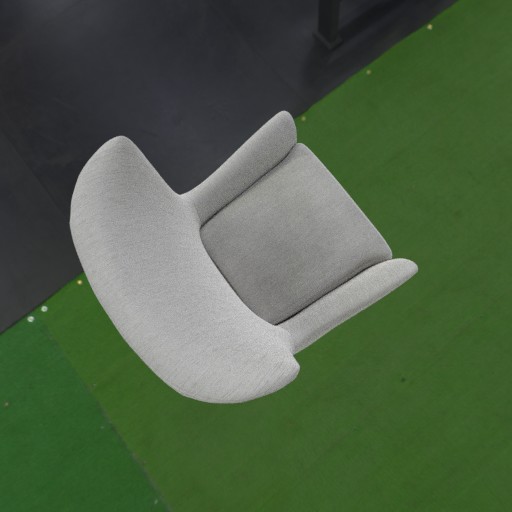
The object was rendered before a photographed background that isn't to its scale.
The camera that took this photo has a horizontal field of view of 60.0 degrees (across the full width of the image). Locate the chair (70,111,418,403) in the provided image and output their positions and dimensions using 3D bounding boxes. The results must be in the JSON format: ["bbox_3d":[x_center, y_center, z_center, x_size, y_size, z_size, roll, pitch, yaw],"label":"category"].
[{"bbox_3d":[0.000,0.000,1.598,0.904,1.000,0.779,-35,79,-8],"label":"chair"}]
